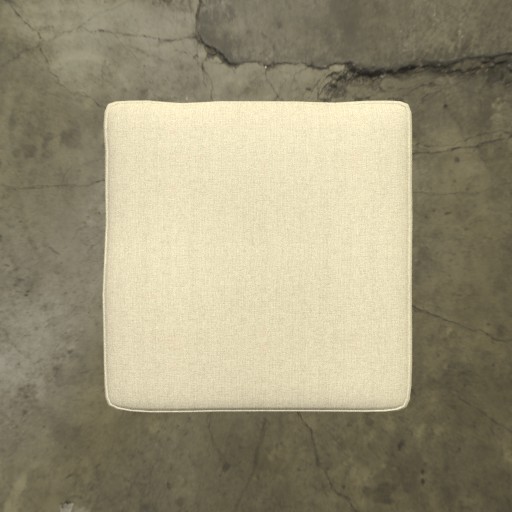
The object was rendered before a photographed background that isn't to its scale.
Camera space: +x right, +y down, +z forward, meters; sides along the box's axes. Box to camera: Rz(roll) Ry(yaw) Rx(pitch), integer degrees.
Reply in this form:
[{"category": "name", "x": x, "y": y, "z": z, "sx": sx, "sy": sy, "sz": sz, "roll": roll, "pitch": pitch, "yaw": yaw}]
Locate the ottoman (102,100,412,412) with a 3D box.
[{"category": "ottoman", "x": 0.000, "y": 0.000, "z": 1.355, "sx": 0.838, "sy": 0.478, "sz": 0.838, "roll": 0, "pitch": 90, "yaw": 0}]
